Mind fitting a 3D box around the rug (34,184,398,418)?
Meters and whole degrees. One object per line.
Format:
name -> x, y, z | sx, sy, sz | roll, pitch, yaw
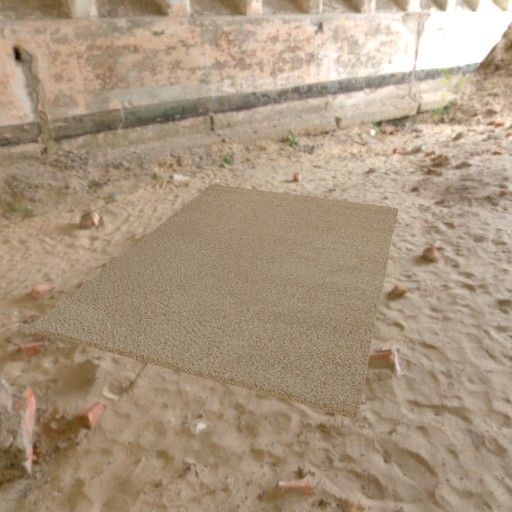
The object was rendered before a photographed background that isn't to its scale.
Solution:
rug -> 0.000, 0.000, 2.114 | 1.199, 0.025, 1.600 | 10, 31, 17
